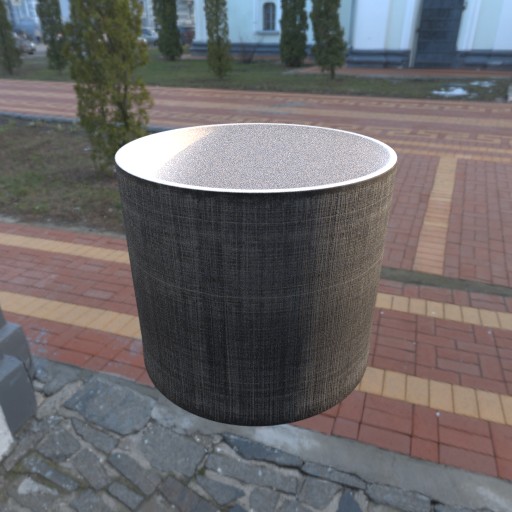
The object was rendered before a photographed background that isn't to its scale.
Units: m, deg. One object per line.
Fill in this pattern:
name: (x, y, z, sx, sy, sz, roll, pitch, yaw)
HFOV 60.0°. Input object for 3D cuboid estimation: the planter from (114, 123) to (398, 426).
planter: (0.000, 0.000, 0.324, 0.178, 0.157, 0.178, 0, 27, 0)
